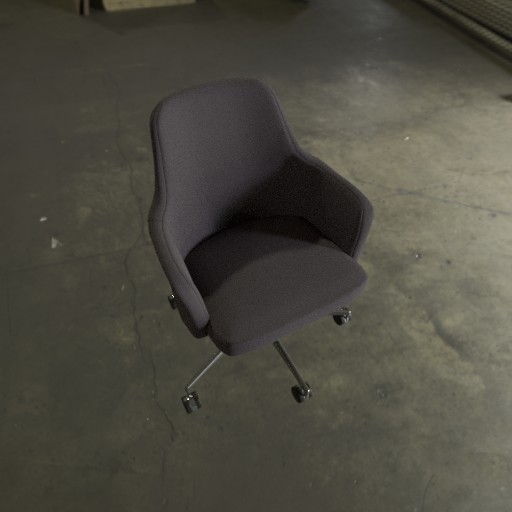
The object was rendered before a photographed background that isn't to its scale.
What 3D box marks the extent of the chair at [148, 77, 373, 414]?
[{"bbox_3d":[0.000,0.000,1.287,0.655,0.820,0.600,-23,49,-21],"label":"chair"}]
